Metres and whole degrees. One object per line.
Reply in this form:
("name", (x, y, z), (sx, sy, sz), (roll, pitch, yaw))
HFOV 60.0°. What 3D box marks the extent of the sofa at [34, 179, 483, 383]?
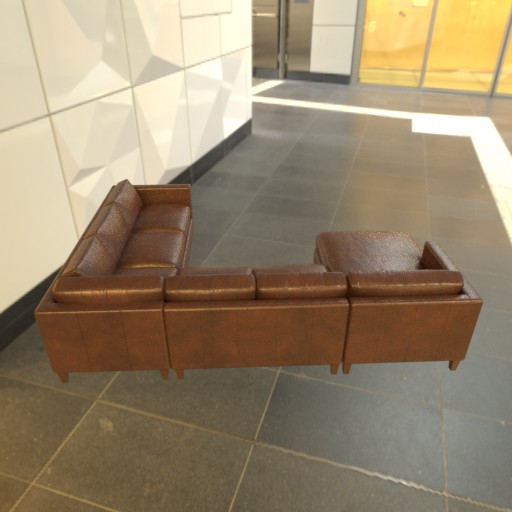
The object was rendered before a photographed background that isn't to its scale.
("sofa", (0.000, 0.000, 4.449), (3.324, 0.891, 2.452), (-1, 31, -2))
